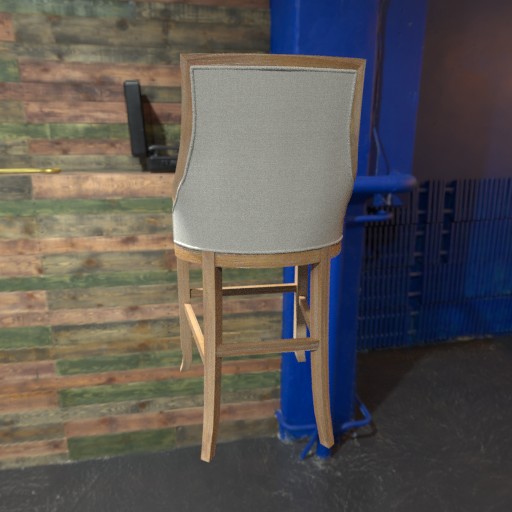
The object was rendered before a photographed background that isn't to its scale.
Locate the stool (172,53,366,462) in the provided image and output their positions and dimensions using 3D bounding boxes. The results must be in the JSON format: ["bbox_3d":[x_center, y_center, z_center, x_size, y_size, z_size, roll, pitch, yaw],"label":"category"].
[{"bbox_3d":[0.000,0.000,1.424,0.524,1.101,0.626,-2,15,-9],"label":"stool"}]
